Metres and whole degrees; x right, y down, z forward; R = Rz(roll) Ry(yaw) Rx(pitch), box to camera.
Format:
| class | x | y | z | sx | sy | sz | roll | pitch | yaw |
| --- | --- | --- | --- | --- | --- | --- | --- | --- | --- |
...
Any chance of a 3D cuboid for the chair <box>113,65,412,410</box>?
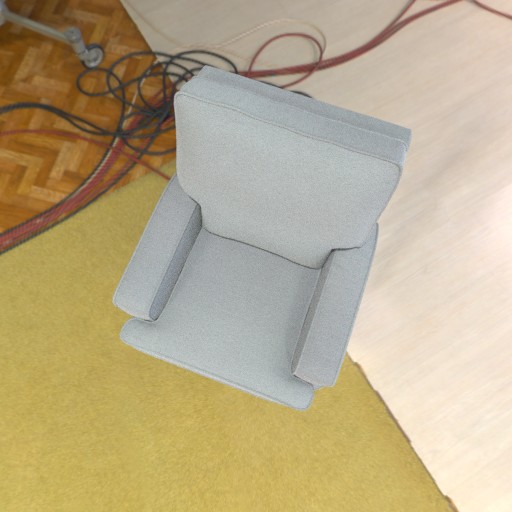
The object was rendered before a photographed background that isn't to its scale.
| class | x | y | z | sx | sy | sz | roll | pitch | yaw |
| --- | --- | --- | --- | --- | --- | --- | --- | --- | --- |
| chair | 0.000 | 0.000 | 1.699 | 0.861 | 0.964 | 0.969 | 20 | 75 | 6 |
